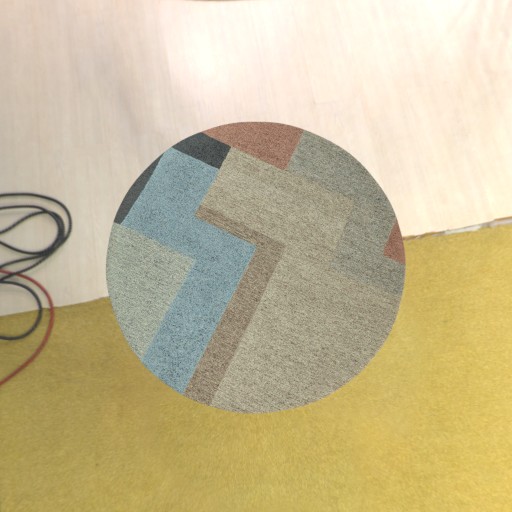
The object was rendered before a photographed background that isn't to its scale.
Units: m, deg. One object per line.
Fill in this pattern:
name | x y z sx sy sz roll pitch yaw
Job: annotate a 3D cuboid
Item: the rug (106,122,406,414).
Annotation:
rug | 0.000 0.000 3.645 2.461 0.033 2.461 0 76 0
